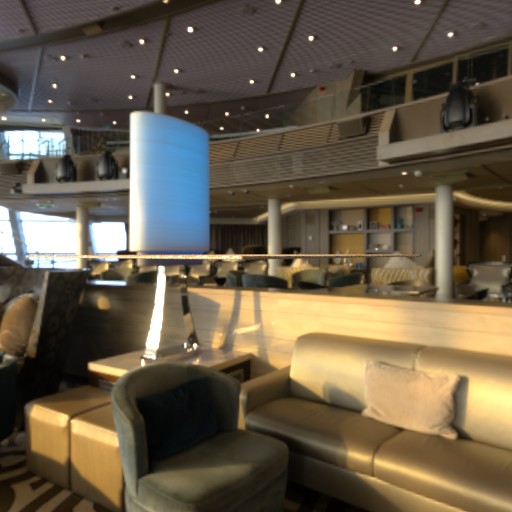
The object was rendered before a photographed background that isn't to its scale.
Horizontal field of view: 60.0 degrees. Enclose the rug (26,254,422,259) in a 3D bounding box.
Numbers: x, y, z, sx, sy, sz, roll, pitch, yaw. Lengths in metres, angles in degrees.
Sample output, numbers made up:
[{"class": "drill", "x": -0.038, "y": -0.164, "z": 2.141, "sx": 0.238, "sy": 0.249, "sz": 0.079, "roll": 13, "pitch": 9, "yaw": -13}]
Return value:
[{"class": "rug", "x": 0.000, "y": 0.000, "z": 2.362, "sx": 1.219, "sy": 0.011, "sz": 1.829, "roll": 0, "pitch": 0, "yaw": 36}]
